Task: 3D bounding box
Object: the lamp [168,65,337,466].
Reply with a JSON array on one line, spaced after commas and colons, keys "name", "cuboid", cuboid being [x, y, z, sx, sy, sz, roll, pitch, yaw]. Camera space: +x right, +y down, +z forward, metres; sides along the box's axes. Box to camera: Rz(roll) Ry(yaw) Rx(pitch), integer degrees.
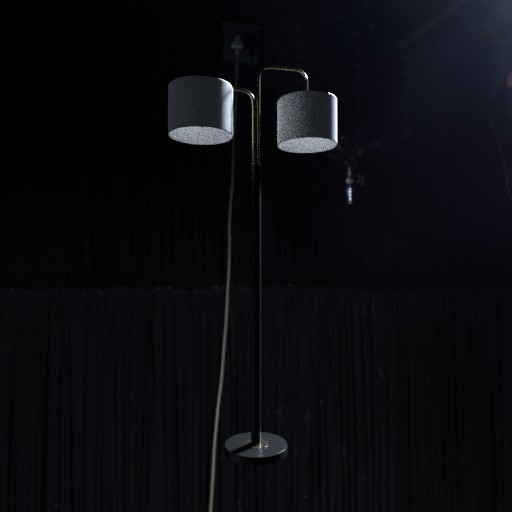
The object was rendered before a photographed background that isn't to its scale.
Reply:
[{"name": "lamp", "cuboid": [0.000, 0.000, 1.812, 0.711, 1.587, 0.254, 0, -1, -18]}]
